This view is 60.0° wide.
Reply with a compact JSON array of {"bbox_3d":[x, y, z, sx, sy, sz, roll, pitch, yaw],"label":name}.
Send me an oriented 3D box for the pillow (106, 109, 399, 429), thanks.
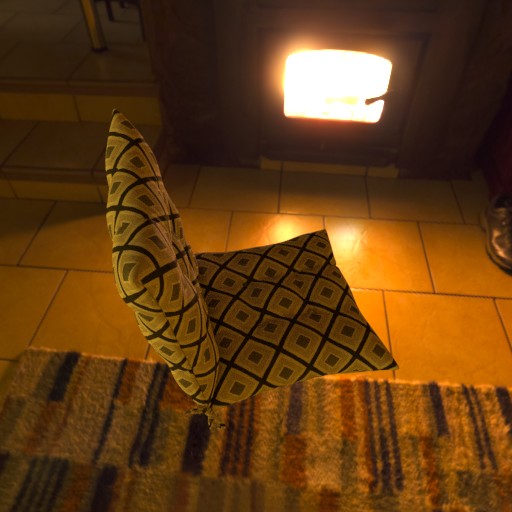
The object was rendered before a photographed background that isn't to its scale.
[{"bbox_3d":[0.000,0.000,1.015,0.585,0.536,0.541,-11,47,-10],"label":"pillow"}]
